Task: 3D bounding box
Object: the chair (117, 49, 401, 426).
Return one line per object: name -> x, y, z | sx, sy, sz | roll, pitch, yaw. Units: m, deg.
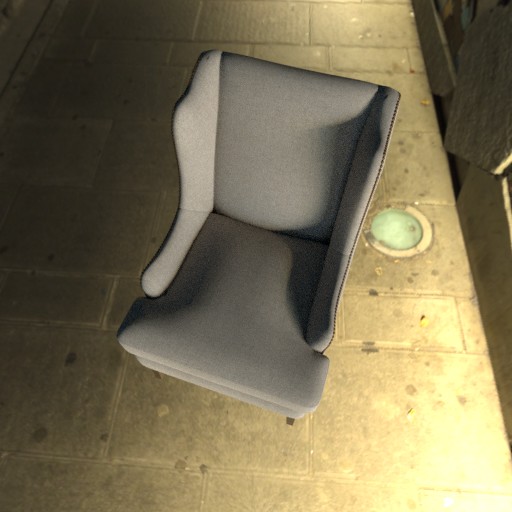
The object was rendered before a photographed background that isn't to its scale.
chair -> 0.000, 0.000, 1.666 | 0.737, 1.029, 0.940 | 16, 61, 10
